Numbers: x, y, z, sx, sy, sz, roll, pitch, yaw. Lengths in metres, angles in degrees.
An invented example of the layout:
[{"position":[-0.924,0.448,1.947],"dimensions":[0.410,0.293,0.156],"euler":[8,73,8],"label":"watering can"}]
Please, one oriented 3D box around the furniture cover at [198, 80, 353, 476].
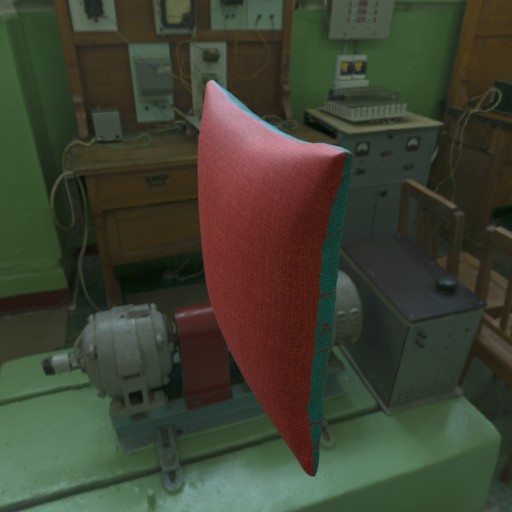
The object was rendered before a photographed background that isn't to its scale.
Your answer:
[{"position":[0.000,0.000,0.766],"dimensions":[0.158,0.508,0.517],"euler":[-10,31,-17],"label":"furniture cover"}]
